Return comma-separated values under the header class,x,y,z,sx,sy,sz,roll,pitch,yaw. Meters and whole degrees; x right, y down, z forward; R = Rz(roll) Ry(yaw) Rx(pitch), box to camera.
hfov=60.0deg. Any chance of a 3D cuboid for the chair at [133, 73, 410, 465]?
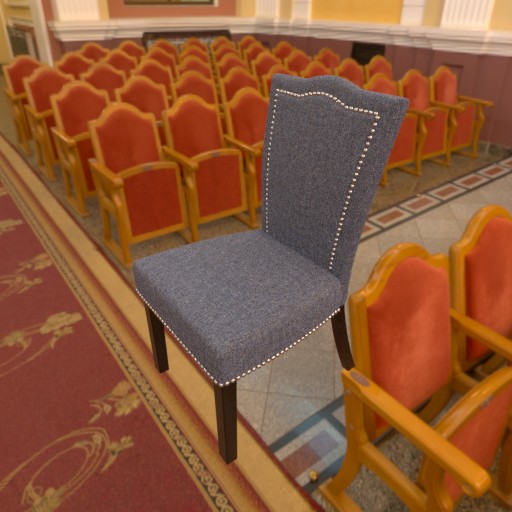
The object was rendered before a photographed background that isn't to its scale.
class,x,y,z,sx,sy,sz,roll,pitch,yaw
chair,0.000,0.000,1.300,0.589,0.946,0.518,-20,36,-30
